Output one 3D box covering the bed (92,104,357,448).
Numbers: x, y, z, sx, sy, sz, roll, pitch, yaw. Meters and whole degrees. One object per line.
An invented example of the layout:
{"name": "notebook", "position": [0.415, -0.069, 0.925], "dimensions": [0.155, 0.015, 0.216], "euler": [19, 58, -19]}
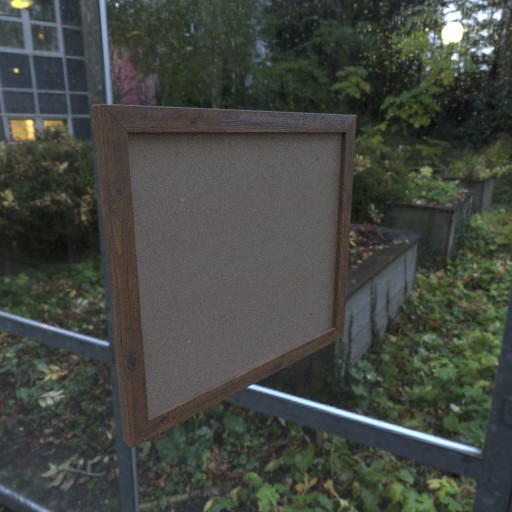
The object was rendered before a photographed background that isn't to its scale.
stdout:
{"name": "bed", "position": [0.000, 0.000, 1.516], "dimensions": [1.046, 0.942, 0.046], "euler": [-15, 21, -42]}
